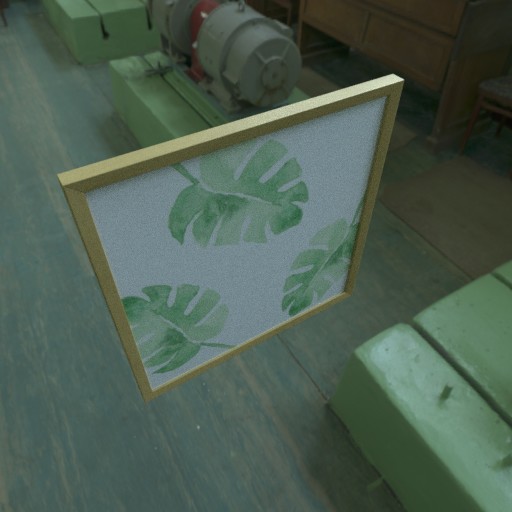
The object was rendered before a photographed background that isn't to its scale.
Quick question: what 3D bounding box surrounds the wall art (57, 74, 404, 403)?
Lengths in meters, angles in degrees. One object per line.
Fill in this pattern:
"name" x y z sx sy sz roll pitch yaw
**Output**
"wall art" 0.000 0.000 1.143 0.763 0.763 0.037 -24 50 -21
